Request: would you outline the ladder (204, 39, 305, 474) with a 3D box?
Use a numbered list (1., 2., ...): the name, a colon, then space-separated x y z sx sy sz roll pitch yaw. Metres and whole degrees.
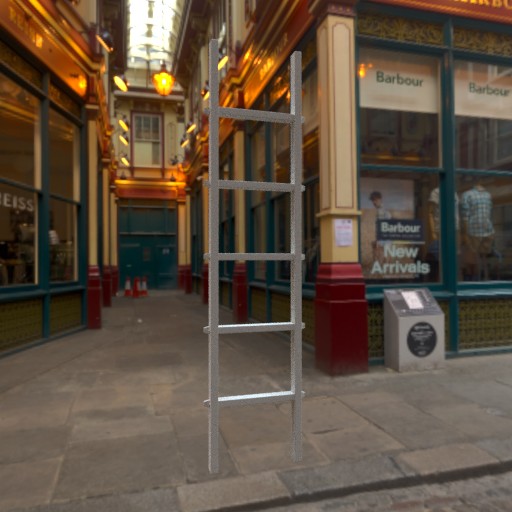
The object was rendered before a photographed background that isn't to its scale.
1. ladder: 0.000 0.000 1.912 0.452 1.797 0.051 0 0 -17
